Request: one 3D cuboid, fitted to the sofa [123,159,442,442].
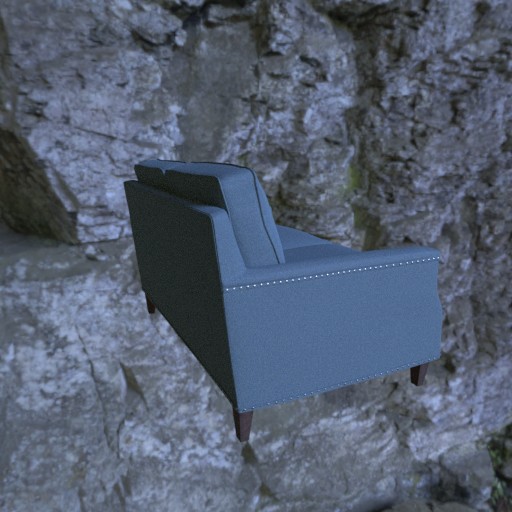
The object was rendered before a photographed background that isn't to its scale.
[{"bbox_3d":[0.000,0.000,2.345,1.084,1.003,1.597,-7,16,-25],"label":"sofa"}]
